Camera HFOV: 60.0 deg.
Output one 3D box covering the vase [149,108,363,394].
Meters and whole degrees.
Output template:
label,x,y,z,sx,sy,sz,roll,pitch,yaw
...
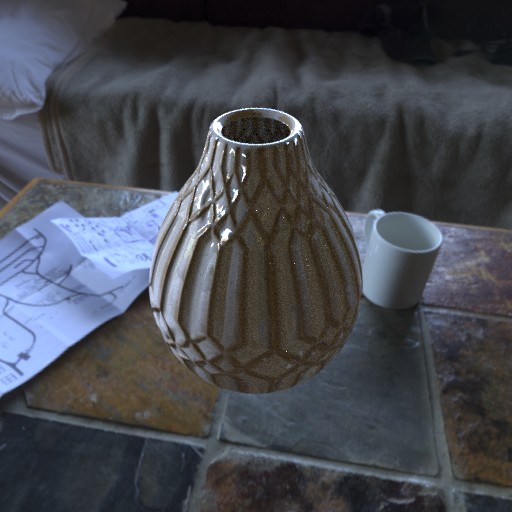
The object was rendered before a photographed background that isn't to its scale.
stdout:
label,x,y,z,sx,sy,sz,roll,pitch,yaw
vase,0.000,0.000,0.322,0.159,0.200,0.159,0,41,0
